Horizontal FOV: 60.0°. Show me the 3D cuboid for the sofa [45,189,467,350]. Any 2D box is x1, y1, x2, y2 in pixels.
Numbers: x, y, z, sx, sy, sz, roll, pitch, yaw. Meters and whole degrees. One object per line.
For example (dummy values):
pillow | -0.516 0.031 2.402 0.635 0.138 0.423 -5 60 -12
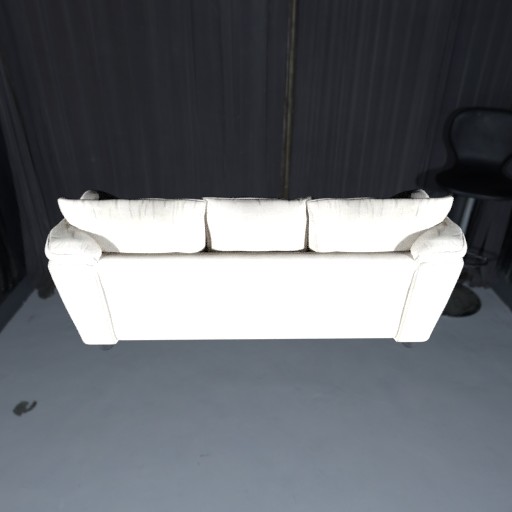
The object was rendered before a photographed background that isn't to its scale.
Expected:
sofa | 0.000 0.000 2.828 2.334 0.996 0.878 0 30 -1
